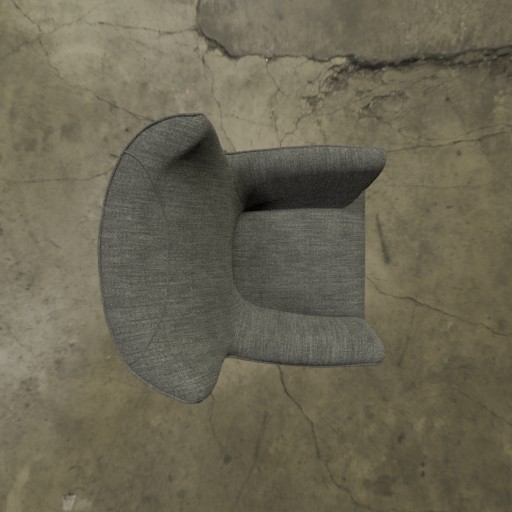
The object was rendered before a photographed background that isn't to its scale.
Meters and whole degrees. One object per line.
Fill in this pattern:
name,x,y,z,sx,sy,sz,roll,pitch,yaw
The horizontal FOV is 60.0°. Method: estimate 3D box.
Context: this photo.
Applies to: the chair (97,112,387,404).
chair,0.000,0.000,1.632,0.888,0.933,0.781,0,91,0
